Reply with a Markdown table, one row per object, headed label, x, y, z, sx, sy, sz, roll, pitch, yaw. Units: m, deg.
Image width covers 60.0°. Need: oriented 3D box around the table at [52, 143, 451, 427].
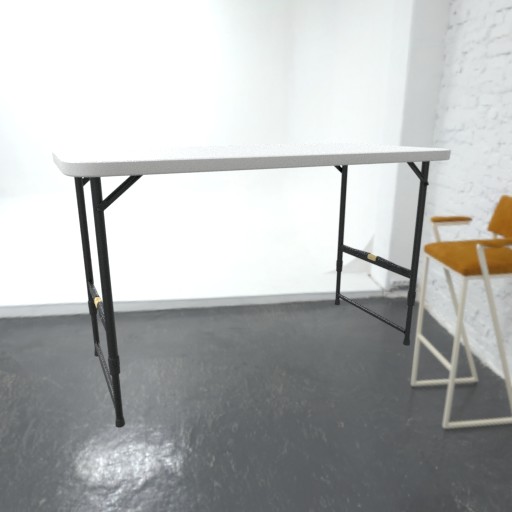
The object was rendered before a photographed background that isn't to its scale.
| label | x | y | z | sx | sy | sz | roll | pitch | yaw |
| --- | --- | --- | --- | --- | --- | --- | --- | --- | --- |
| table | 0.000 | 0.000 | 1.572 | 1.219 | 0.737 | 0.610 | -8 | 18 | -25 |
